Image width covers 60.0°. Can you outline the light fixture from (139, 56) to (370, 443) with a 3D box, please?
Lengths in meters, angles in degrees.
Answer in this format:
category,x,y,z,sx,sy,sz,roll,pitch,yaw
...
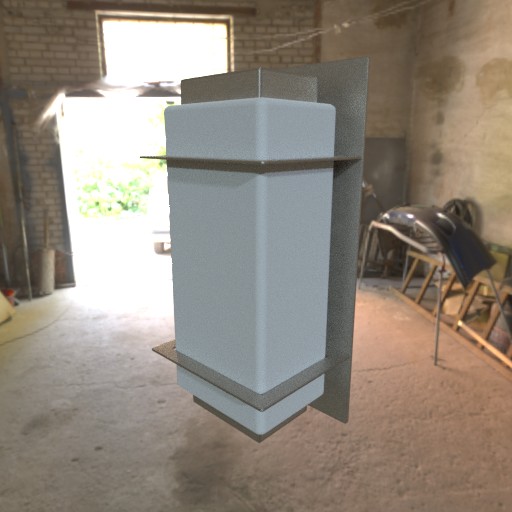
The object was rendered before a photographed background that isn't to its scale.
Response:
category,x,y,z,sx,sy,sz,roll,pitch,yaw
light fixture,0.000,0.000,0.462,0.168,0.380,0.160,14,20,42
